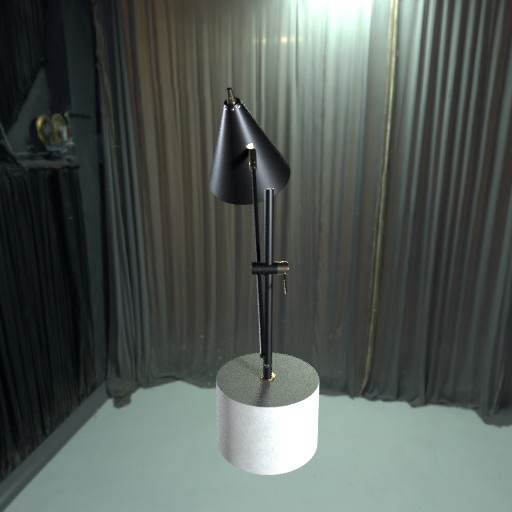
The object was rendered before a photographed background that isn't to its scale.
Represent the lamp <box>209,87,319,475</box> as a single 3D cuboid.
[{"bbox_3d":[0.000,0.000,0.714,0.214,0.518,0.403,2,16,7],"label":"lamp"}]
